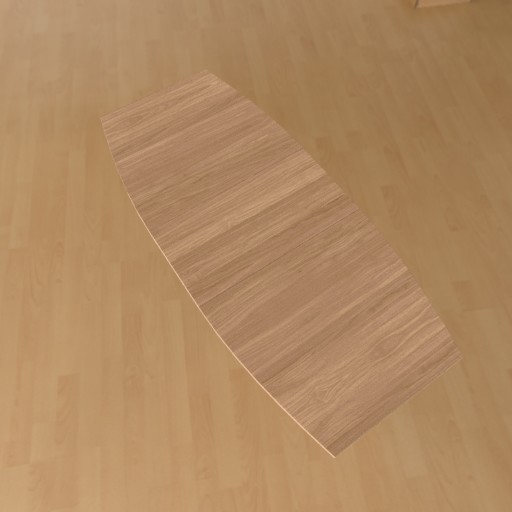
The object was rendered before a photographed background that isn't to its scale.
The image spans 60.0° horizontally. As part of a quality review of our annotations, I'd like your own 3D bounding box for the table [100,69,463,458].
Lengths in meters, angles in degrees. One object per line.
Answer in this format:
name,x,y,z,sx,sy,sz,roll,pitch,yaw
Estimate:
table,0.000,0.000,2.436,0.900,0.750,2.032,-31,67,-15
